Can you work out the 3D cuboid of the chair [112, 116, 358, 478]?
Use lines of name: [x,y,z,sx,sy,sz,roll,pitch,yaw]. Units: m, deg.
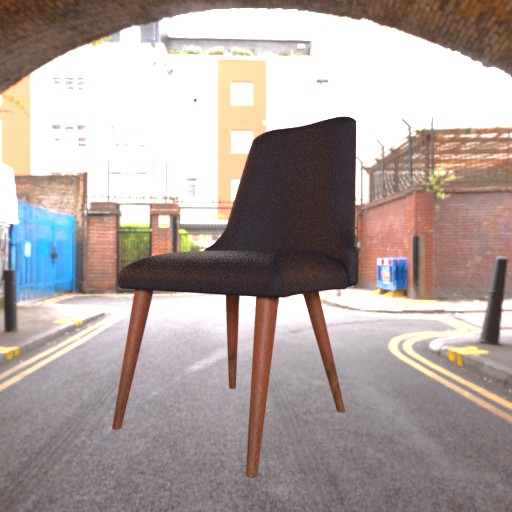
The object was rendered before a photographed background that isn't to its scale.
chair: [0.000,0.000,1.155,0.504,0.820,0.567,0,-1,35]
